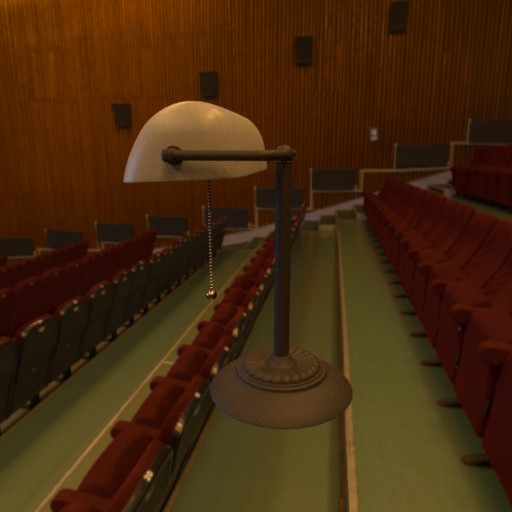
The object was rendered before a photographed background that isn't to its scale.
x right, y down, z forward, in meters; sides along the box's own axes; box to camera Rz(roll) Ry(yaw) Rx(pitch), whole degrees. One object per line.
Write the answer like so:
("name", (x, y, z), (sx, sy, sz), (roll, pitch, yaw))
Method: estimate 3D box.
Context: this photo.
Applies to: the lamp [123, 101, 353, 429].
("lamp", (0.000, 0.000, 0.529), (0.243, 0.339, 0.264), (2, 14, 9))
